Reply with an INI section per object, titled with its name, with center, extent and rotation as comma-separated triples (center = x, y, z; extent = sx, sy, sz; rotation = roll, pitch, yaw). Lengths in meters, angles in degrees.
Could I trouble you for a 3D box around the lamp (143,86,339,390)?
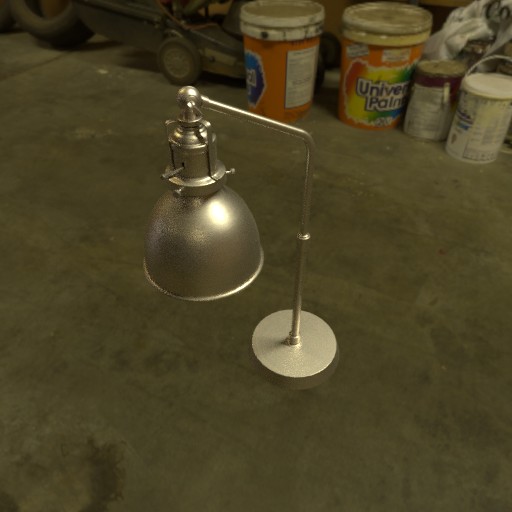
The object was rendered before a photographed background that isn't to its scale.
[lamp]
center = 0.000, 0.000, 0.579
extent = 0.286, 0.456, 0.153
rotation = -13, 43, -14
